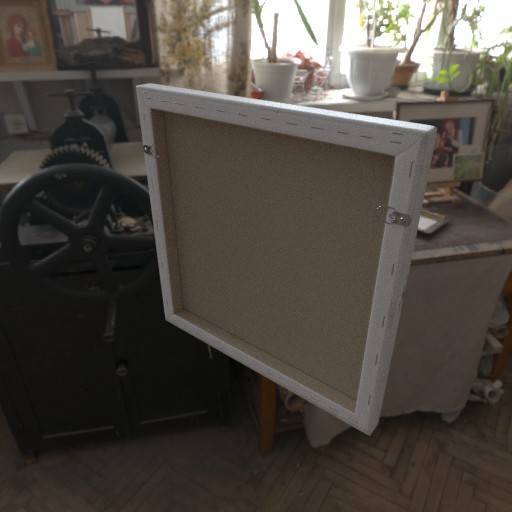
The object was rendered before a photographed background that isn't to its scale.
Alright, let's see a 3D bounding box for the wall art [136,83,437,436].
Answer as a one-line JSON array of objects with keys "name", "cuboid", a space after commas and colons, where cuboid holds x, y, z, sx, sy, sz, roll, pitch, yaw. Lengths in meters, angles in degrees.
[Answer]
[{"name": "wall art", "cuboid": [0.000, 0.000, 0.914, 0.610, 0.611, 0.040, 21, 36, 32]}]
